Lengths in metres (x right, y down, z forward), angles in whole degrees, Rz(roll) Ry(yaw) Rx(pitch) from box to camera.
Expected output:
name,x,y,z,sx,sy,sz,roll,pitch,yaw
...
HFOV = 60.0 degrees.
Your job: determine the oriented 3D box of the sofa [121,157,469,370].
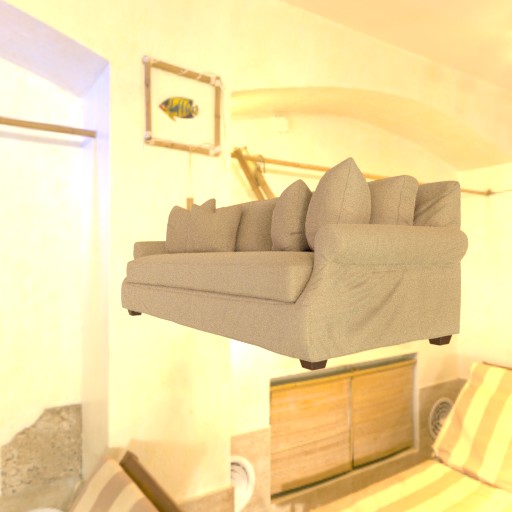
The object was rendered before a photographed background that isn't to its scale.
name,x,y,z,sx,sy,sz,roll,pitch,yaw
sofa,0.000,0.000,2.832,1.067,0.904,2.285,0,0,-35
